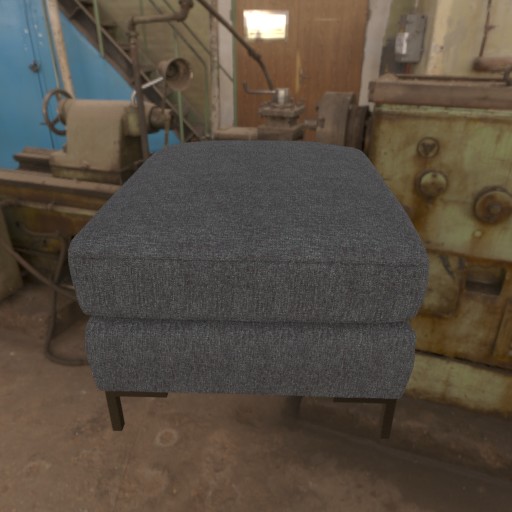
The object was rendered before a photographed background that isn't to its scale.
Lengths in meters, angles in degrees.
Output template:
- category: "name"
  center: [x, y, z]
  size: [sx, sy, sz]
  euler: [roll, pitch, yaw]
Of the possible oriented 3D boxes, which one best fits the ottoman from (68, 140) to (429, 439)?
- category: "ottoman"
  center: [0.000, 0.000, 1.265]
  size: [0.695, 0.533, 0.831]
  euler: [1, 27, 2]
